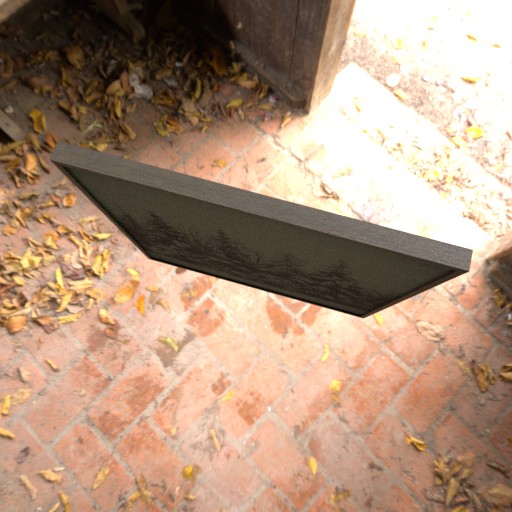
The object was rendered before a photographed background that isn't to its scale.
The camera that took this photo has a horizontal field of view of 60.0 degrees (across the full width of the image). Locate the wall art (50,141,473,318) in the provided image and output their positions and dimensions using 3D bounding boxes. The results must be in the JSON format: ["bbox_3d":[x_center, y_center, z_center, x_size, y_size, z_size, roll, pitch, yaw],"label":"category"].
[{"bbox_3d":[0.000,0.000,1.143,0.758,0.758,0.039,15,77,4],"label":"wall art"}]
